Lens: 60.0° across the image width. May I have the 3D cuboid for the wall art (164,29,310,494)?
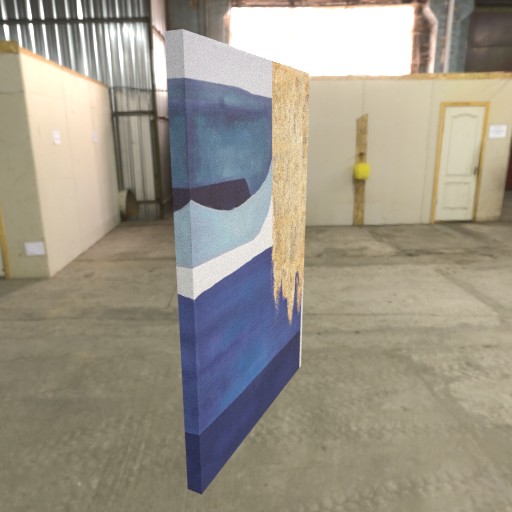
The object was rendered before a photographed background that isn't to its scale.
[{"bbox_3d":[0.000,0.000,1.103,0.039,0.911,0.607,7,17,25],"label":"wall art"}]
